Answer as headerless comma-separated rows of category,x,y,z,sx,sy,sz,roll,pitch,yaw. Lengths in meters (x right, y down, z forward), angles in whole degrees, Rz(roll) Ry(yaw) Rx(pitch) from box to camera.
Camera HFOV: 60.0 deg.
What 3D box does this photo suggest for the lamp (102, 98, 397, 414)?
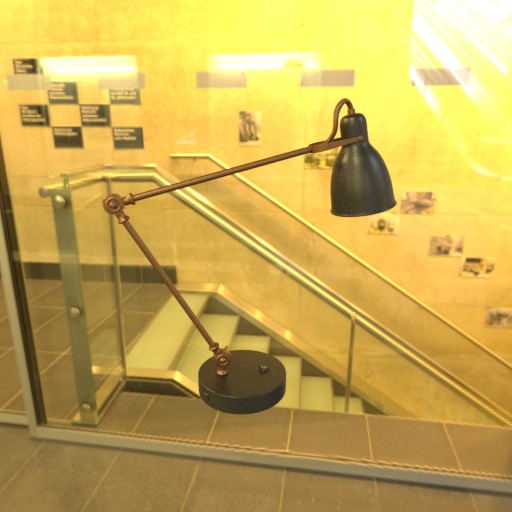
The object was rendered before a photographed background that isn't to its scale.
lamp,0.000,0.000,0.872,0.561,0.587,0.187,-3,17,-10
